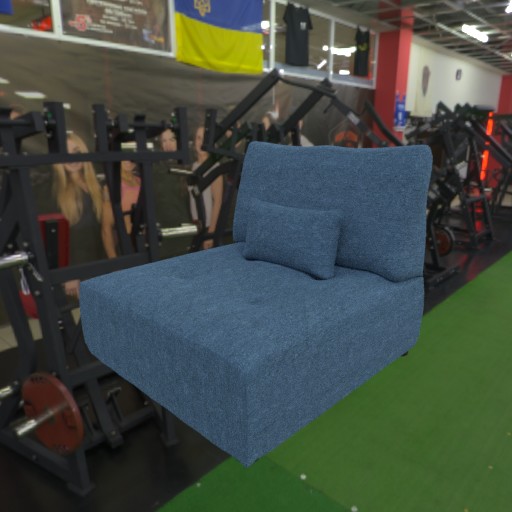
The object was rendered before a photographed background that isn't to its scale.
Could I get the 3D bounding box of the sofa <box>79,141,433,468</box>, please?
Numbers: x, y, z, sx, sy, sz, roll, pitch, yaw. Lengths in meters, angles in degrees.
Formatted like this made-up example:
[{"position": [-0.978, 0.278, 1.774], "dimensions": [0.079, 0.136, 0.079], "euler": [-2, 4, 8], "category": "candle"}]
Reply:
[{"position": [0.000, 0.000, 1.687], "dimensions": [0.930, 0.820, 1.000], "euler": [15, 22, 42], "category": "sofa"}]
